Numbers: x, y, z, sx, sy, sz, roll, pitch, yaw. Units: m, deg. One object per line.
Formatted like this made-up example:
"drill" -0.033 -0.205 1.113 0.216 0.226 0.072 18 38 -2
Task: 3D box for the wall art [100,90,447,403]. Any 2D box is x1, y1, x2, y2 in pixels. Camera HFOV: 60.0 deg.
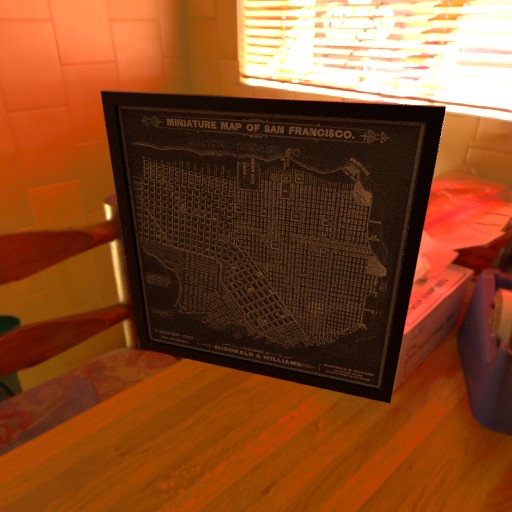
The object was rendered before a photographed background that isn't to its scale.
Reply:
"wall art" 0.000 0.000 0.674 0.457 0.458 0.012 8 29 16
